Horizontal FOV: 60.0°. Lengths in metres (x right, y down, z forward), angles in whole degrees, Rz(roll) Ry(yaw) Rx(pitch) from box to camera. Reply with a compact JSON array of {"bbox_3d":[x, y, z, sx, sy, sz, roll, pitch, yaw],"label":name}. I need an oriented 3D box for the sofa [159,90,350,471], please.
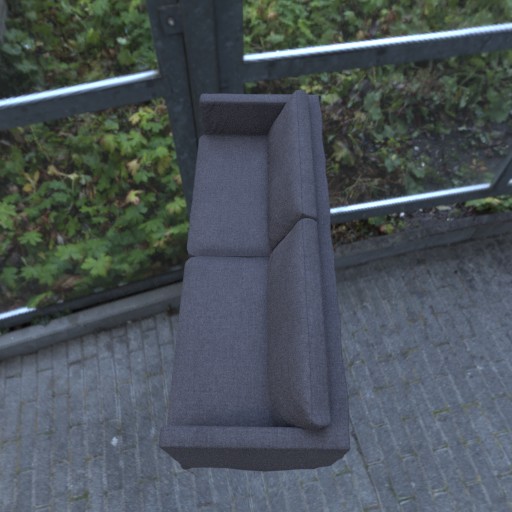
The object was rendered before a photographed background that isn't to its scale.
[{"bbox_3d":[0.000,0.000,3.272,1.036,0.998,2.779,1,59,0],"label":"sofa"}]
